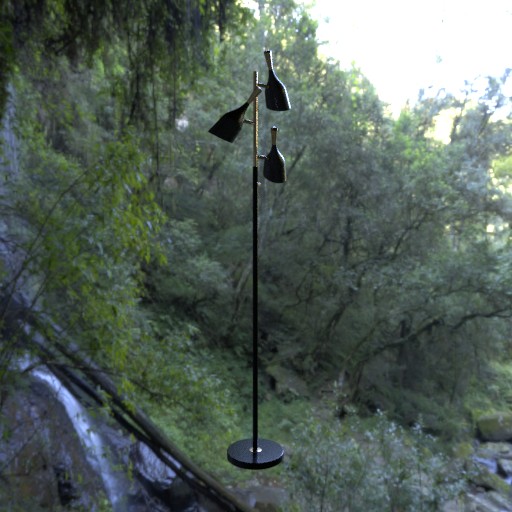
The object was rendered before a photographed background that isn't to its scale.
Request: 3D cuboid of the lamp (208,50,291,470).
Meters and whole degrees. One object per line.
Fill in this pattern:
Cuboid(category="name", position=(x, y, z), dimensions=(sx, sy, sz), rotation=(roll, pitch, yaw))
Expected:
Cuboid(category="lamp", position=(0.000, 0.000, 1.964), dimensions=(0.434, 1.778, 0.253), rotation=(0, 0, -36))
